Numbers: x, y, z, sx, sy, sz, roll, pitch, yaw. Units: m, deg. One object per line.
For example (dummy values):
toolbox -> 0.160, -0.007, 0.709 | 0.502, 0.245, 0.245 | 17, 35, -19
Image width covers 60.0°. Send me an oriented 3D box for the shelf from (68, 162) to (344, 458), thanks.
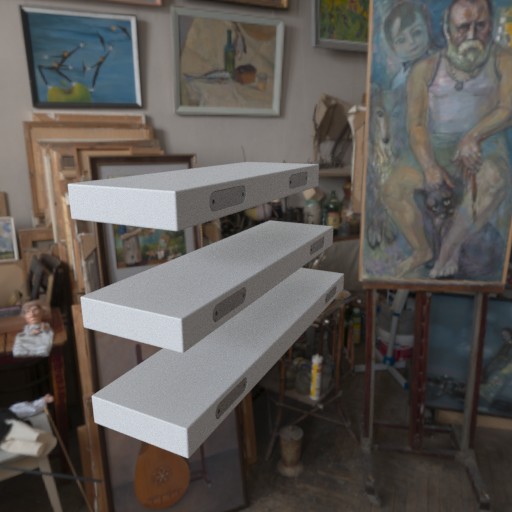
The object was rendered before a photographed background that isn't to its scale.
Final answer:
shelf -> 0.000, 0.000, 0.739 | 0.140, 0.293, 0.610 | 8, 17, 26
